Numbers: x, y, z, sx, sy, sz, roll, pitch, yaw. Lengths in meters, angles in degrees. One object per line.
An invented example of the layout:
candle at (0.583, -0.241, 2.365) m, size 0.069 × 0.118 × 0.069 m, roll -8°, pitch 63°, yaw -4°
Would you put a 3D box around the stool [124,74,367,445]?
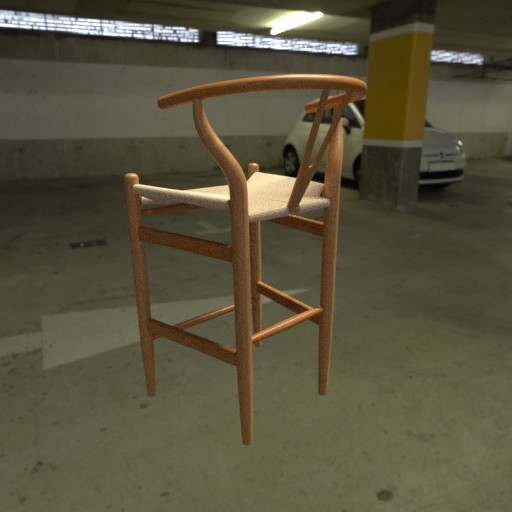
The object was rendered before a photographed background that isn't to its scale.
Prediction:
stool at (0.000, 0.000, 1.331) m, size 0.569 × 0.970 × 0.579 m, roll -15°, pitch 23°, yaw -41°
